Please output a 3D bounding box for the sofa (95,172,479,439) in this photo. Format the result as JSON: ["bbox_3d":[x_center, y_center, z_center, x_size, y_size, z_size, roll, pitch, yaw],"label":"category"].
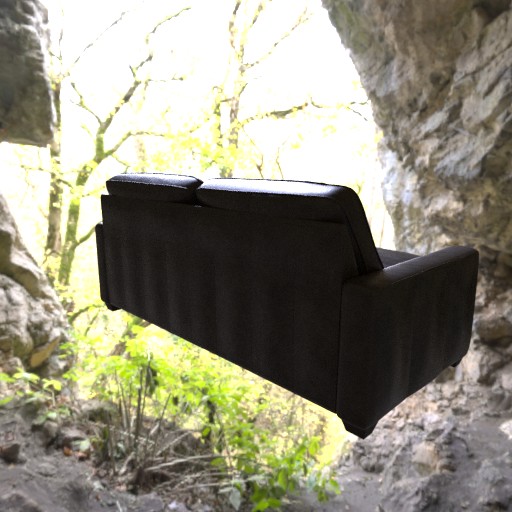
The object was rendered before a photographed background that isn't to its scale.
[{"bbox_3d":[0.000,0.000,2.492,0.939,0.916,2.081,-12,17,-43],"label":"sofa"}]
